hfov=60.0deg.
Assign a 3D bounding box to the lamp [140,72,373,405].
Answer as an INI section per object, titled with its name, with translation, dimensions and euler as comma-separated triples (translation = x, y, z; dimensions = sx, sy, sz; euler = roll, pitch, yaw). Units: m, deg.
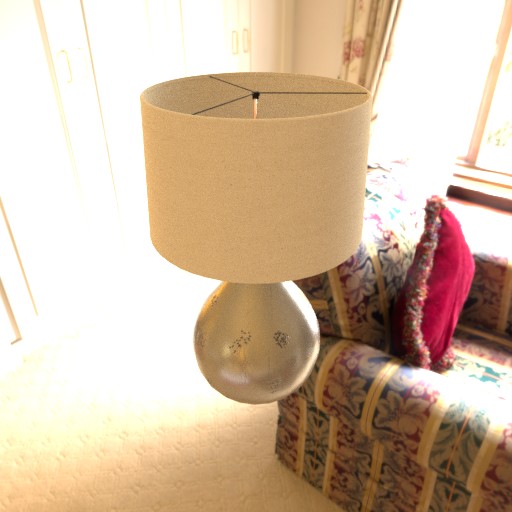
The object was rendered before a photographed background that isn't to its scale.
[lamp]
translation = 0.000, 0.000, 0.732
dimensions = 0.330, 0.521, 0.330
euler = 0, 31, 0
